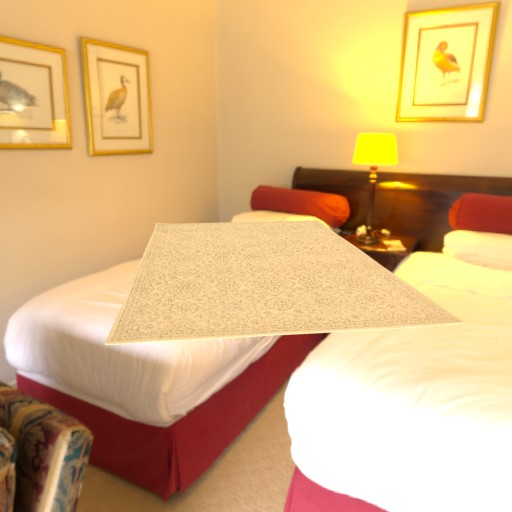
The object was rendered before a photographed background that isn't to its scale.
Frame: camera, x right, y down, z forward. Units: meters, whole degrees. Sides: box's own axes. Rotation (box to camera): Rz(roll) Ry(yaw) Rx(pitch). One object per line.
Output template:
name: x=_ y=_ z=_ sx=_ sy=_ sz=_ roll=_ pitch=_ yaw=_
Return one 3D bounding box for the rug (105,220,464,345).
rug: x=0.000 y=0.000 z=2.986 sx=1.518 sy=0.023 sz=2.434 roll=-2 pitch=15 yaw=-7
